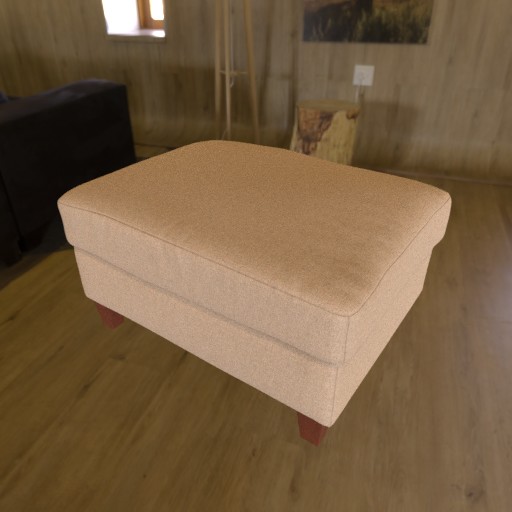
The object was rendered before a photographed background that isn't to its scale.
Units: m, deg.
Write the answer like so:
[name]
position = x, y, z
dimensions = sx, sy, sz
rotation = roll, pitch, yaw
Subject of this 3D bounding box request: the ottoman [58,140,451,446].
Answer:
[ottoman]
position = 0.000, 0.000, 1.326
dimensions = 0.902, 0.511, 0.692
rotation = 20, 36, 30
